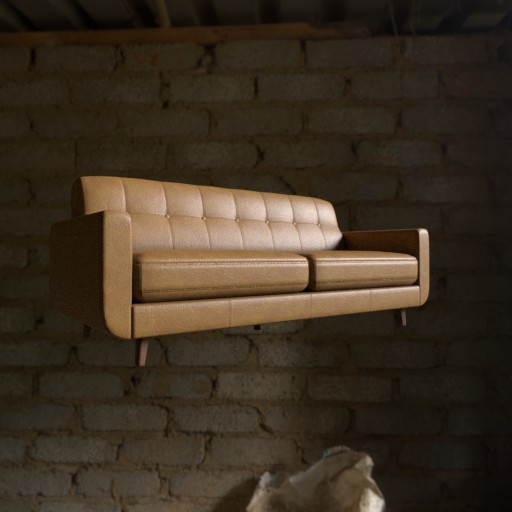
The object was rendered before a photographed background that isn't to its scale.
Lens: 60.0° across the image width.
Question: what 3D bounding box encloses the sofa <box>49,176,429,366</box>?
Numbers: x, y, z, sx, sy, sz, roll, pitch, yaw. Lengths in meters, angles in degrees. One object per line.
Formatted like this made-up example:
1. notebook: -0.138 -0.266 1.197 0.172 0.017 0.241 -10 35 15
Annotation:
1. sofa: 0.000 0.000 2.670 2.137 0.892 0.980 0 0 -36
